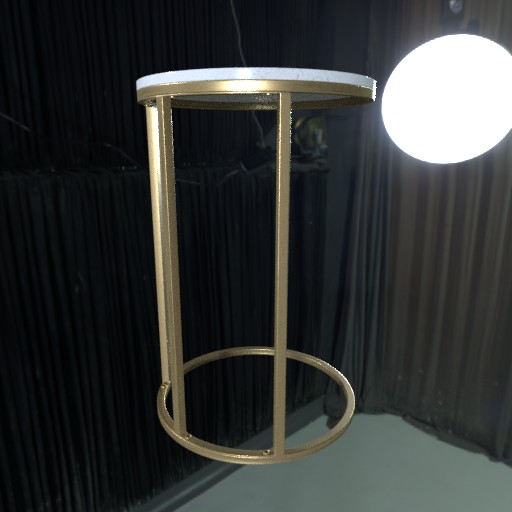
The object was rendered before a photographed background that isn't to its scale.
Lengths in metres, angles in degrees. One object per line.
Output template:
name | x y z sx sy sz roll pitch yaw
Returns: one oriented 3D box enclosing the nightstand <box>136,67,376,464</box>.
nightstand | 0.000 0.000 0.844 0.400 0.610 0.400 14 20 42
